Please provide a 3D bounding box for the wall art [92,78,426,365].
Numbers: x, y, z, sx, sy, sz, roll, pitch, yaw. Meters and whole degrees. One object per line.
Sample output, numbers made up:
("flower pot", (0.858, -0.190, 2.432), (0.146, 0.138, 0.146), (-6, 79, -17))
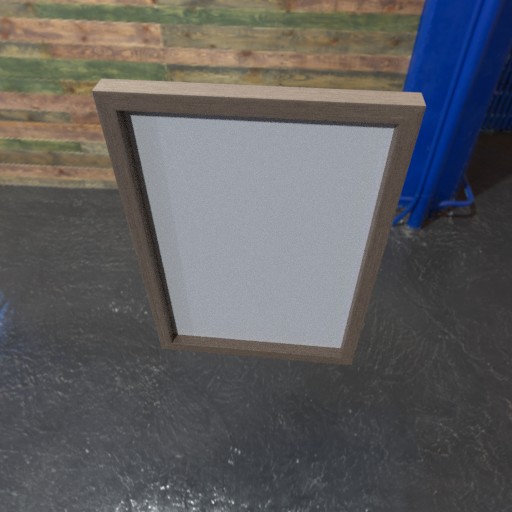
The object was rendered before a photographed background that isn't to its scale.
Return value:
("wall art", (0.000, 0.000, 0.664), (0.358, 0.510, 0.032), (4, 46, 4))
